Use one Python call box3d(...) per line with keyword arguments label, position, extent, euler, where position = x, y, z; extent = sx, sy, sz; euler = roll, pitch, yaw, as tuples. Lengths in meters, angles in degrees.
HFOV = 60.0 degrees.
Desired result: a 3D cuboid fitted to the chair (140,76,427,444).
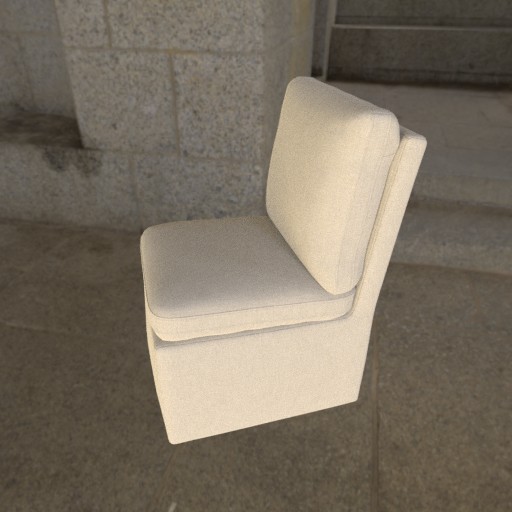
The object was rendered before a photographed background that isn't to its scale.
box3d(label="chair", position=(0.000, 0.000, 1.328), extent=(0.698, 0.927, 0.503), euler=(-8, 32, -13))
